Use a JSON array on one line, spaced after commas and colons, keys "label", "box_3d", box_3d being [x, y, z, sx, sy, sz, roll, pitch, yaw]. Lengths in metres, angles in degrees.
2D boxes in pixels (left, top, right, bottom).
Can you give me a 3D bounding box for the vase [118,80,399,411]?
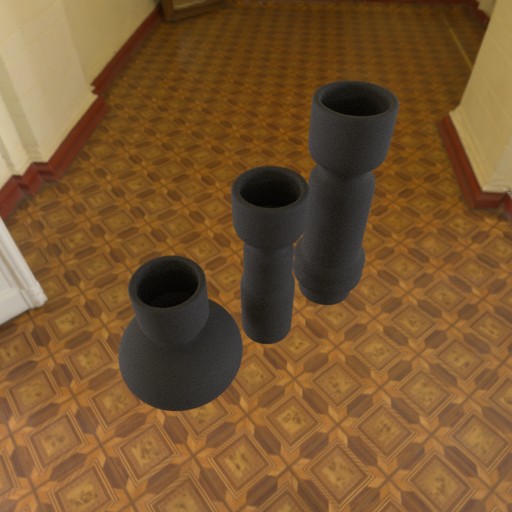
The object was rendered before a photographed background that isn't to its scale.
[{"label": "vase", "box_3d": [0.000, 0.000, 0.425, 0.307, 0.249, 0.120, -30, 53, -26]}]
